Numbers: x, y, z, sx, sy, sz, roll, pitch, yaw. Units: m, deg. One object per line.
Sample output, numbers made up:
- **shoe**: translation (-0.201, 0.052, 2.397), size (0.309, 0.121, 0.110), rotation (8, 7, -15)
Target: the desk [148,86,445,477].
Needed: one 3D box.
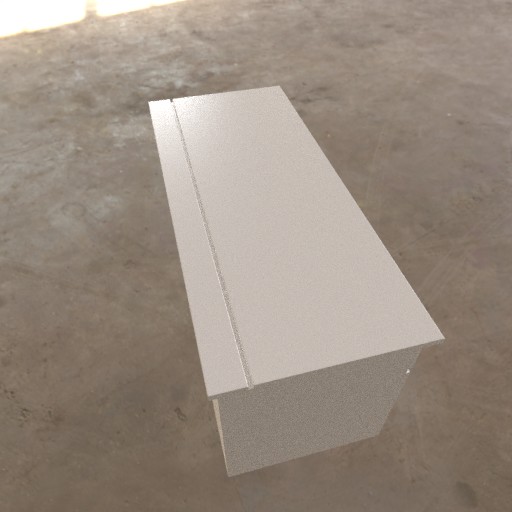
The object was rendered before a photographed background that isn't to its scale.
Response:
- **desk**: translation (0.000, 0.000, 1.976), size (0.670, 0.760, 1.580), rotation (-11, 47, -10)
